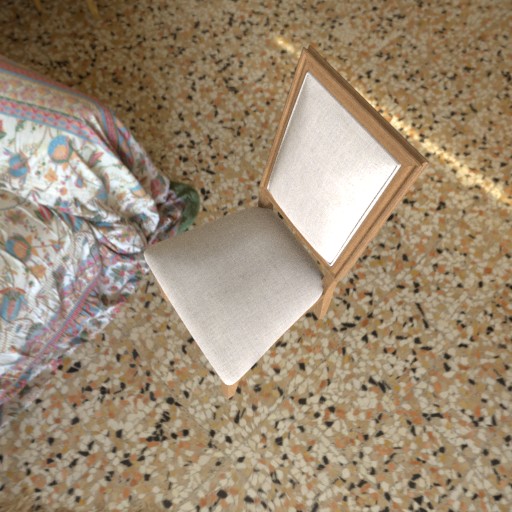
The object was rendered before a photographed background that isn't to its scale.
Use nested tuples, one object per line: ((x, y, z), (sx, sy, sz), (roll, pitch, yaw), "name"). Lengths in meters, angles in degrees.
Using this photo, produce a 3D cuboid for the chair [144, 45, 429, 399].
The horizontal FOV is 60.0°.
((0.000, 0.000, 1.378), (0.601, 0.988, 0.536), (-32, 70, -13), "chair")
